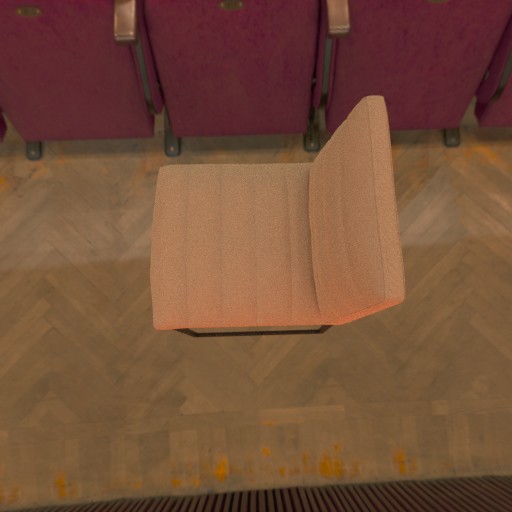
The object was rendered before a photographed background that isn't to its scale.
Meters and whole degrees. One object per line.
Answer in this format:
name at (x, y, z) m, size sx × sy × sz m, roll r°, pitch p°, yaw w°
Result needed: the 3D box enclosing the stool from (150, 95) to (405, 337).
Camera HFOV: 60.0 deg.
stool at (0.000, 0.000, 1.388) m, size 0.573 × 1.061 × 0.464 m, roll -2°, pitch 77°, yaw 0°
